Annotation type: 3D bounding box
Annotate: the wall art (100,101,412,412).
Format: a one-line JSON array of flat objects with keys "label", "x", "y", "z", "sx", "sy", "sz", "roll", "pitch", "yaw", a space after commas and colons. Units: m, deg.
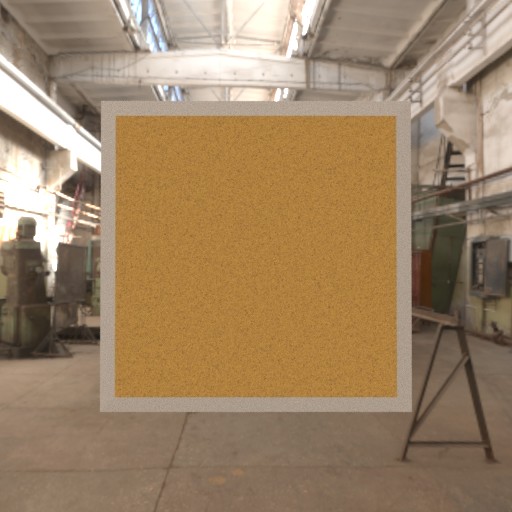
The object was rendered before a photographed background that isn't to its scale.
[{"label": "wall art", "x": 0.000, "y": 0.000, "z": 1.886, "sx": 1.289, "sy": 1.291, "sz": 0.098, "roll": 0, "pitch": -1, "yaw": 0}]
